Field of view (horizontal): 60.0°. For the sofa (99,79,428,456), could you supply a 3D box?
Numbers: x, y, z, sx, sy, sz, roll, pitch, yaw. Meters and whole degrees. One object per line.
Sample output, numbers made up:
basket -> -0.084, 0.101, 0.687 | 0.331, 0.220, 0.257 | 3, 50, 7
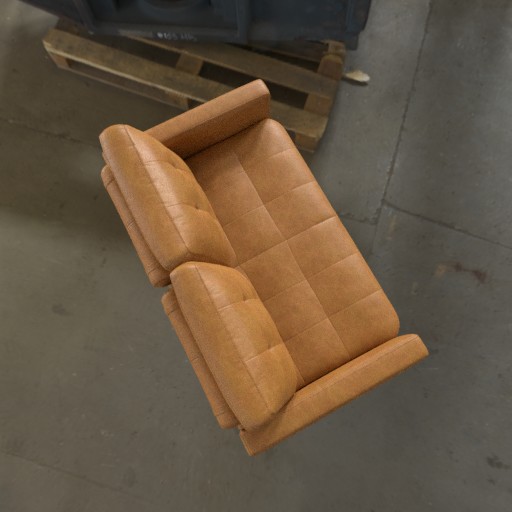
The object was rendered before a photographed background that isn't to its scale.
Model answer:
sofa -> 0.000, 0.000, 1.960 | 0.868, 0.898, 1.430 | -27, 78, -6
